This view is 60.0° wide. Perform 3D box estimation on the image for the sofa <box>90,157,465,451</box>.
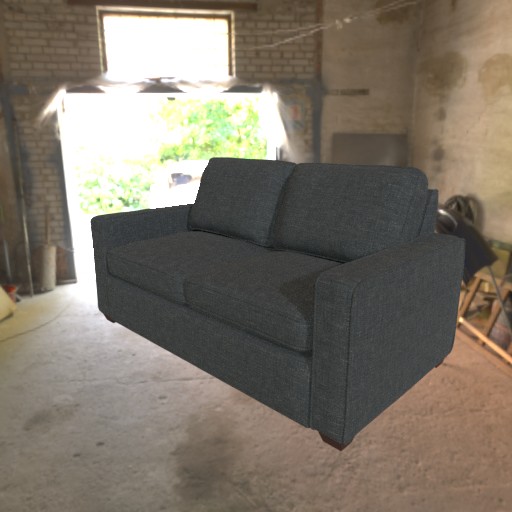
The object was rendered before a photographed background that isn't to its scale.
[{"bbox_3d":[0.000,0.000,2.223,1.709,0.918,0.947,14,21,42],"label":"sofa"}]
